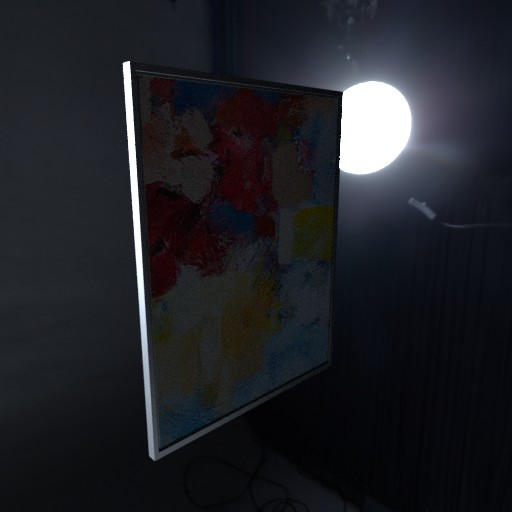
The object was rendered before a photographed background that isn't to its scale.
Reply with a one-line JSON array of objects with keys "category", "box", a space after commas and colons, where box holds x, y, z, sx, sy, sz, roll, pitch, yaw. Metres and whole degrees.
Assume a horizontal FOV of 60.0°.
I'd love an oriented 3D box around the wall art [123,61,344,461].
[{"category": "wall art", "box": [0.000, 0.000, 1.407, 0.816, 1.046, 0.030, -13, 19, -42]}]
